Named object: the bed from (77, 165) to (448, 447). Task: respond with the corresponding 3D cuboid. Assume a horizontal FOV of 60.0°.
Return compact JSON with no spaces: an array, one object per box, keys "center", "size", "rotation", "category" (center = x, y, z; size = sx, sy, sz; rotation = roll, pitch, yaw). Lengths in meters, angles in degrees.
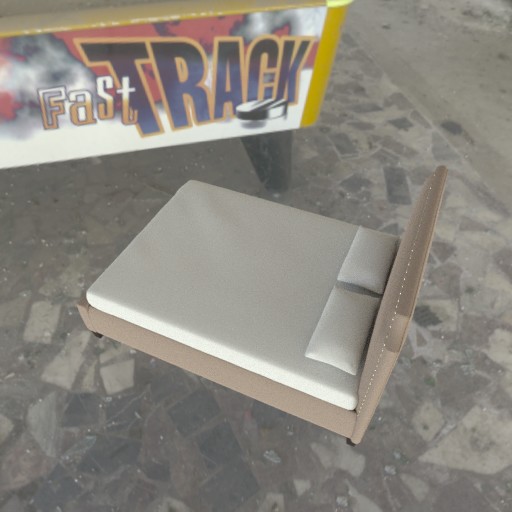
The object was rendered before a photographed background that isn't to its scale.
[{"center":[0.000,0.000,3.494],"size":[2.372,1.443,1.713],"rotation":[18,48,17],"category":"bed"}]
